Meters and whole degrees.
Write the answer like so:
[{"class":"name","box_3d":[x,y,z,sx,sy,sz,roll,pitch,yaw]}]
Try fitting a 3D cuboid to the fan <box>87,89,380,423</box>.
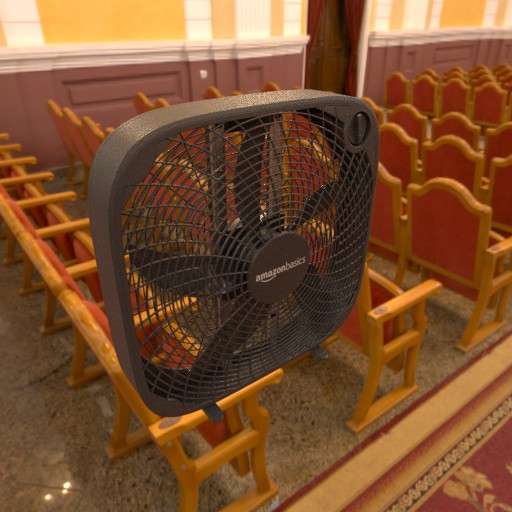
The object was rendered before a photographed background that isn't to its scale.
[{"class":"fan","box_3d":[0.000,0.000,0.787,0.526,0.533,0.142,-20,35,-32]}]
